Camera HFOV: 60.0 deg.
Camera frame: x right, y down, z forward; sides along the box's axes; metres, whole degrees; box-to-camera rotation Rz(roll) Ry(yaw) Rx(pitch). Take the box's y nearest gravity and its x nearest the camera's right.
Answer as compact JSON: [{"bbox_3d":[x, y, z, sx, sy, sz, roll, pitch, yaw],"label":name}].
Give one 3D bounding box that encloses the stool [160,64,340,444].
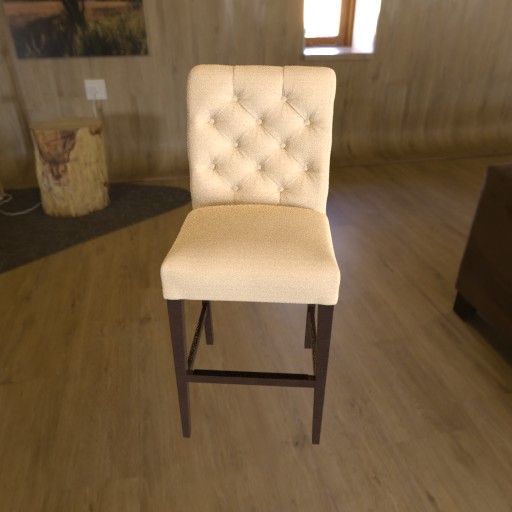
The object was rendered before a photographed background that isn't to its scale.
[{"bbox_3d":[0.000,0.000,1.475,0.482,1.118,0.610,2,30,3],"label":"stool"}]
